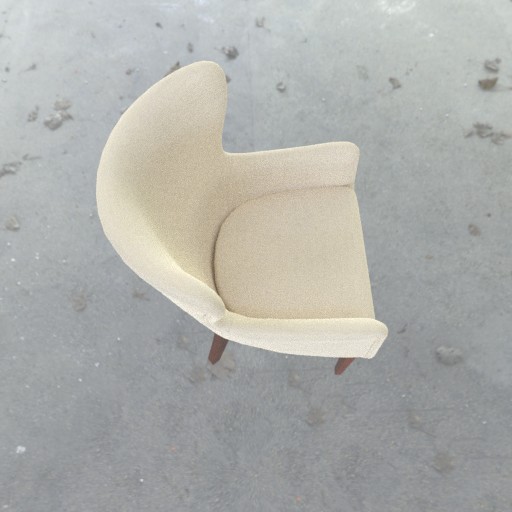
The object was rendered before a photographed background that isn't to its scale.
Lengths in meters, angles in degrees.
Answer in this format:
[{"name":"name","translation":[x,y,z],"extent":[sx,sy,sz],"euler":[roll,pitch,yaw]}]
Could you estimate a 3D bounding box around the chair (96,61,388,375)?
[{"name":"chair","translation":[0.000,0.000,1.453],"extent":[0.744,0.990,0.696],"euler":[-1,64,-1]}]
